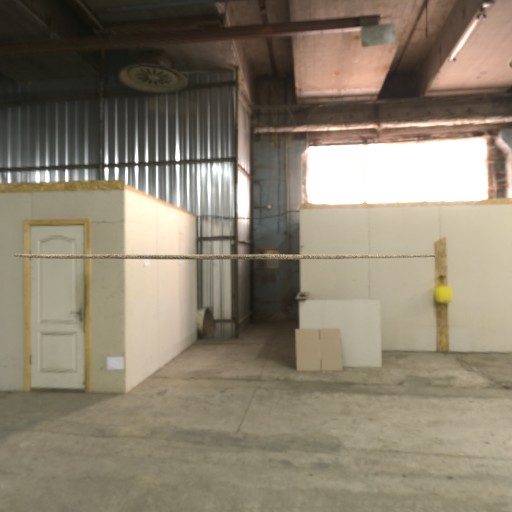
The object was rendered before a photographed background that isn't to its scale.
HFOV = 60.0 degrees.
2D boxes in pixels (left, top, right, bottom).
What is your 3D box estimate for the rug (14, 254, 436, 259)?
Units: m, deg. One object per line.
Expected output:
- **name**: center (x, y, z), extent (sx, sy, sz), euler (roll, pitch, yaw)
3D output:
- **rug**: center (0.000, 0.000, 4.099), extent (2.414, 0.036, 3.199), euler (0, 0, 36)
